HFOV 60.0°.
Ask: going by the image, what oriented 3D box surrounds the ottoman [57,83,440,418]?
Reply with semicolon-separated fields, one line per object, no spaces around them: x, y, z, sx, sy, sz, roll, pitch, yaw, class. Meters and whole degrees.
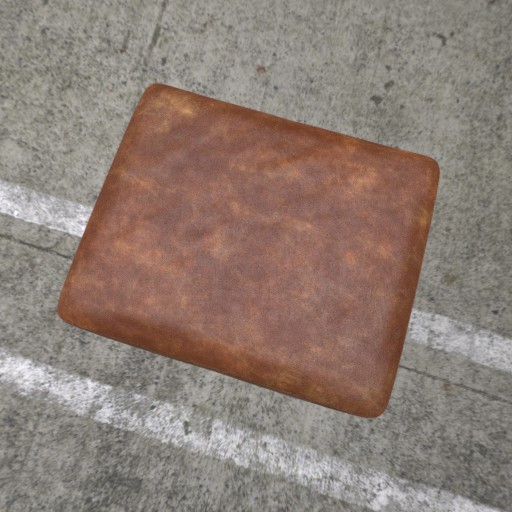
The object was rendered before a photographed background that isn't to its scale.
0.000;0.000;1.134;0.751;0.476;0.603;17;77;4;ottoman
